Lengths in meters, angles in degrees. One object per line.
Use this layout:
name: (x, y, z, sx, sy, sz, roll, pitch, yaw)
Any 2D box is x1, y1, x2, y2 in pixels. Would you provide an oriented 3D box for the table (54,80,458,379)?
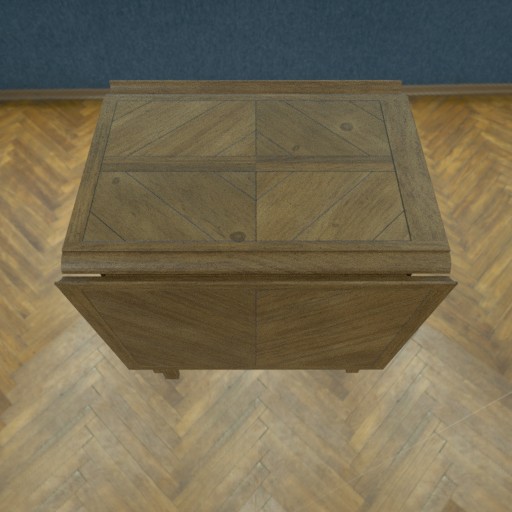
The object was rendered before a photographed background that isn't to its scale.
table: (0.000, 0.000, 1.292, 0.746, 0.763, 0.591, 0, 58, 0)
